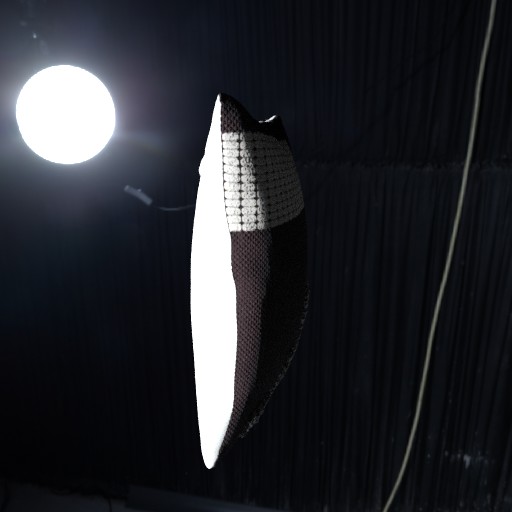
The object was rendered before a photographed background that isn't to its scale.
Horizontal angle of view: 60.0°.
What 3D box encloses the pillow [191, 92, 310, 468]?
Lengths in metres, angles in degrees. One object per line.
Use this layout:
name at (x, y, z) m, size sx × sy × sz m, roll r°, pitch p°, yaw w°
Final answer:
pillow at (0.000, 0.000, 0.737) m, size 0.178 × 0.473 × 0.475 m, roll 3°, pitch 16°, yaw 11°
